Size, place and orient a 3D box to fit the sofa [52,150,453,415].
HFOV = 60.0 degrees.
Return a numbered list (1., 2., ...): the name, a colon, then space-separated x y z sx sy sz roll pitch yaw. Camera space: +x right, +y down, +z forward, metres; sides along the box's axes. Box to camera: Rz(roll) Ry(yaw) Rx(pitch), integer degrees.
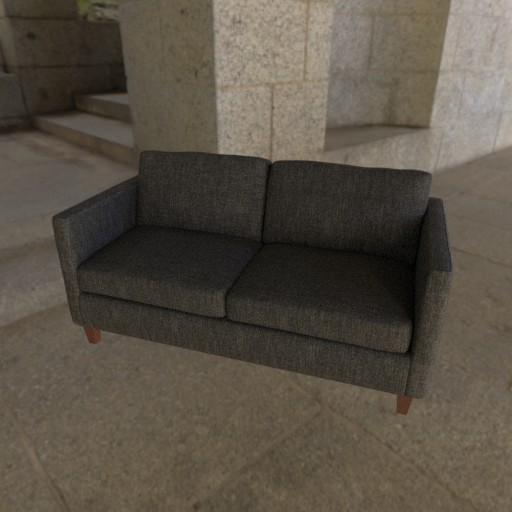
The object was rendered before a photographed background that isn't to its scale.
1. sofa: 0.000 0.000 2.421 1.884 0.963 0.950 8 27 16
